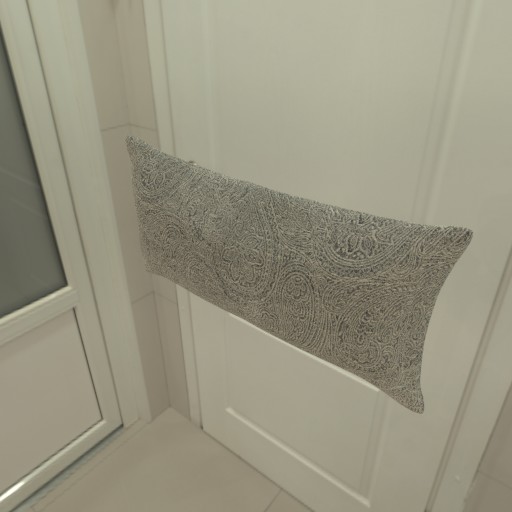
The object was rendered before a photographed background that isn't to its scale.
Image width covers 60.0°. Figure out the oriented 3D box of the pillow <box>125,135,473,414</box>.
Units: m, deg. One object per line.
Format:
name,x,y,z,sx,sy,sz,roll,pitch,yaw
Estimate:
pillow,0.000,0.000,0.726,0.615,0.295,0.151,22,37,33
